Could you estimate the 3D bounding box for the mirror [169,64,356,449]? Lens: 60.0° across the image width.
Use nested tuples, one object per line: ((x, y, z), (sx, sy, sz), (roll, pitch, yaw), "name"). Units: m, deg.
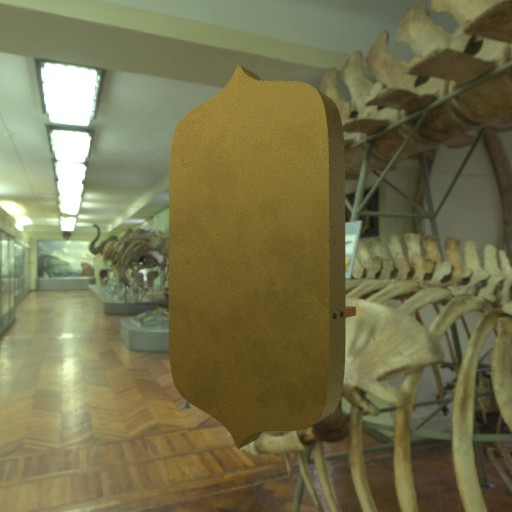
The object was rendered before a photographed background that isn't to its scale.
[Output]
((0.000, 0.000, 0.744), (0.323, 0.613, 0.096), (-1, -1, 36), "mirror")
